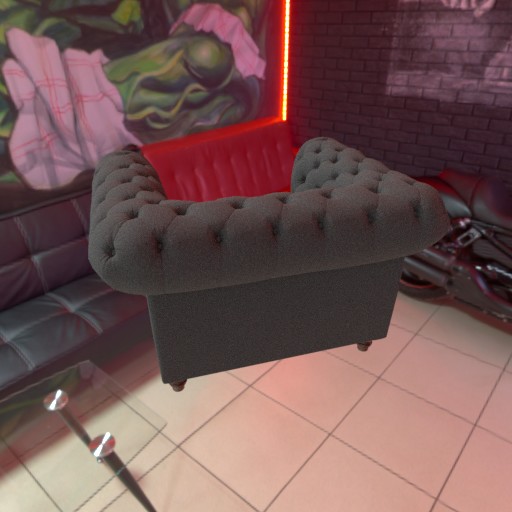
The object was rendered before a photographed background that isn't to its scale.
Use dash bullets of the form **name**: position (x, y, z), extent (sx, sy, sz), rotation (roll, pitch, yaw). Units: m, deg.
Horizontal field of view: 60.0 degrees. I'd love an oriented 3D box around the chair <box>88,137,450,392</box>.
- **chair**: position (0.000, 0.000, 1.898), extent (1.270, 0.770, 0.976), rotation (-8, 28, -15)
